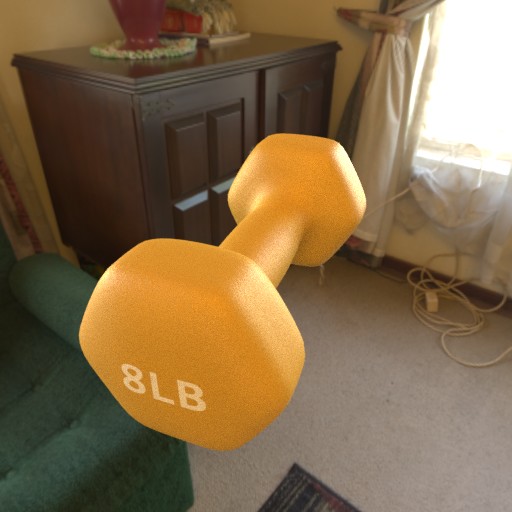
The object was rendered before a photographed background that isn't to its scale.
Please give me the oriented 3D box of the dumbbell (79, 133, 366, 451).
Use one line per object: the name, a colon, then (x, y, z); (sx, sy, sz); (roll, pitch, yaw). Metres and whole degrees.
dumbbell: (0.000, 0.000, 0.232); (0.090, 0.082, 0.190); (12, 34, 18)
